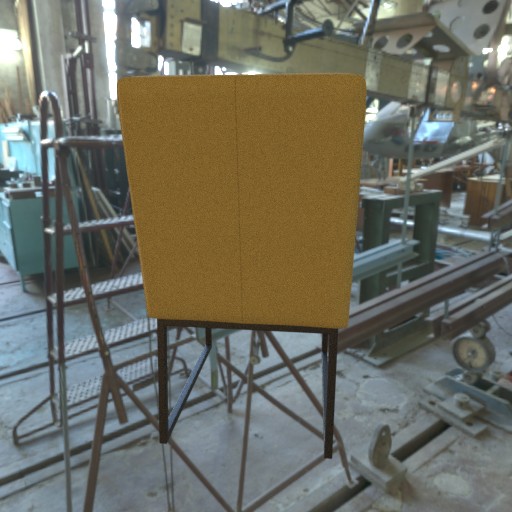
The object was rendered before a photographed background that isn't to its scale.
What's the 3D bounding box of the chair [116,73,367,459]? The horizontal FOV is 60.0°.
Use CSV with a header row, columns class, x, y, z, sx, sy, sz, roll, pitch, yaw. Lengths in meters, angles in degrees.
class,x,y,z,sx,sy,sz,roll,pitch,yaw
chair,0.000,0.000,1.289,0.520,0.930,0.634,2,16,7
